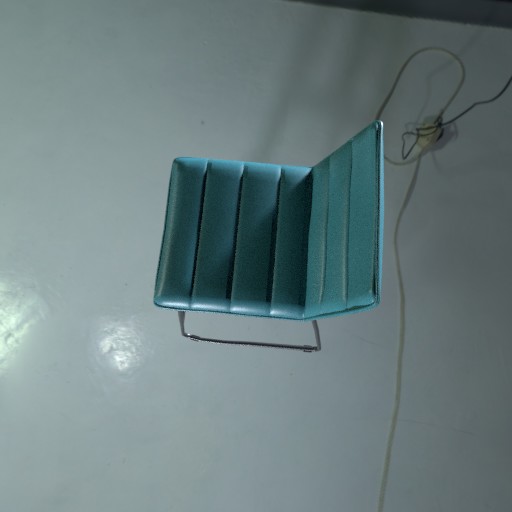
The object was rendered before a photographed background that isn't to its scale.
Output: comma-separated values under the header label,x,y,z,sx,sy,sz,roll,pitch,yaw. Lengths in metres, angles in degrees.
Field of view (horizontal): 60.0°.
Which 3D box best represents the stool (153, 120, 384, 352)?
label,x,y,z,sx,sy,sz,roll,pitch,yaw
stool,0.000,0.000,1.301,0.524,0.936,0.489,5,76,1
